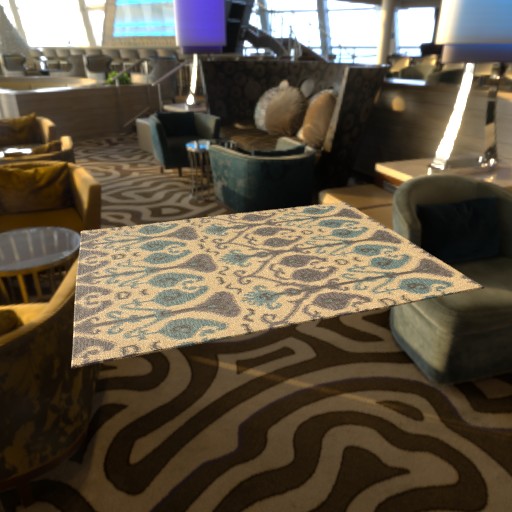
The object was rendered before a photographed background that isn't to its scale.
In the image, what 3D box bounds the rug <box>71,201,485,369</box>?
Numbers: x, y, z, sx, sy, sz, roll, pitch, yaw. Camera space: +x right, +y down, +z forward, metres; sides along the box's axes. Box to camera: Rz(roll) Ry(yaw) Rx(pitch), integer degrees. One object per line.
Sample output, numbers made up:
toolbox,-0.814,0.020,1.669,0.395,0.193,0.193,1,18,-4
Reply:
rug,0.000,0.000,2.969,2.261,0.013,1.676,-8,26,-17
